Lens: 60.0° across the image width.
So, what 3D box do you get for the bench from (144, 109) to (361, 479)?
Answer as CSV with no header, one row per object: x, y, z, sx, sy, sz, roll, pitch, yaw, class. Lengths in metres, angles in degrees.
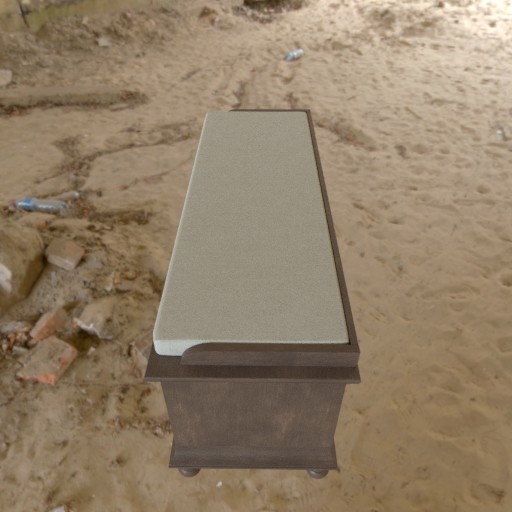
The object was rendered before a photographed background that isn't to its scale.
0.000,0.000,1.400,0.402,0.501,1.185,0,40,1,bench
